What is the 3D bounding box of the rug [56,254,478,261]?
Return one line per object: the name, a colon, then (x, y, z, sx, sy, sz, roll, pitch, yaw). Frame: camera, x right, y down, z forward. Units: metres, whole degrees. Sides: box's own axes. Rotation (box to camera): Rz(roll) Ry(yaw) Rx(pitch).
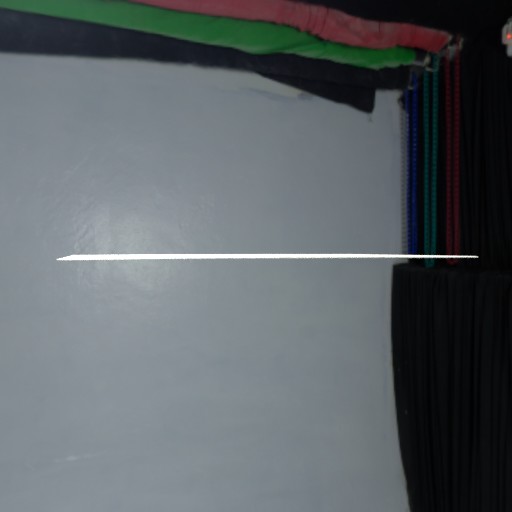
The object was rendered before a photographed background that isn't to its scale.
rug: (0.000, 0.000, 3.081, 2.435, 0.012, 1.529, 0, 1, -20)
